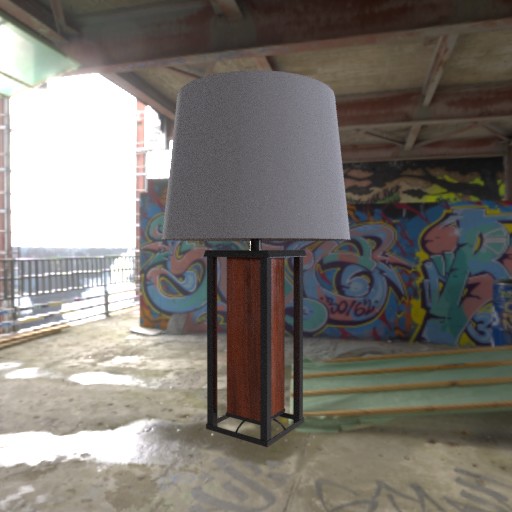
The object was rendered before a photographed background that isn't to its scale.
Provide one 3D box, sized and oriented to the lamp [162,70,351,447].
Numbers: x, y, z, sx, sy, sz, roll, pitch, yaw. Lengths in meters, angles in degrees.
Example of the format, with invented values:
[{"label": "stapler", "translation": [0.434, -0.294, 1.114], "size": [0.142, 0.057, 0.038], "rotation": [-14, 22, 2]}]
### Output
[{"label": "lamp", "translation": [0.000, 0.000, 0.767], "size": [0.320, 0.591, 0.320], "rotation": [0, 1, 0]}]
